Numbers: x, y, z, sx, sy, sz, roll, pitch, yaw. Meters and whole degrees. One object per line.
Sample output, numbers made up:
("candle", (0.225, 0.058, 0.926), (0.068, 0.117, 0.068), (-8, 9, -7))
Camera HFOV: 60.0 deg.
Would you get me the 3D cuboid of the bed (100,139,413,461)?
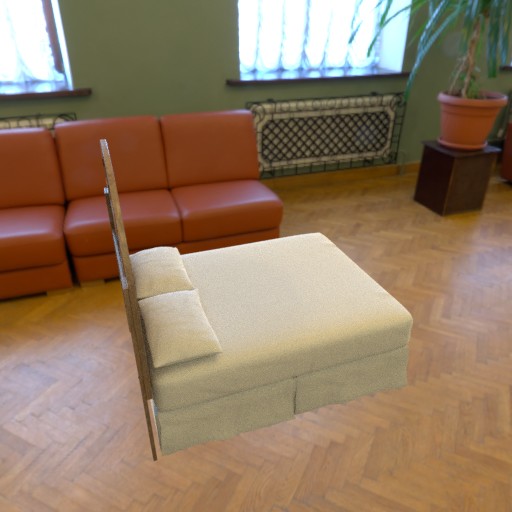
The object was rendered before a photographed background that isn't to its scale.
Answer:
("bed", (0.000, 0.000, 3.557), (2.112, 2.002, 1.713), (-10, 31, -17))
